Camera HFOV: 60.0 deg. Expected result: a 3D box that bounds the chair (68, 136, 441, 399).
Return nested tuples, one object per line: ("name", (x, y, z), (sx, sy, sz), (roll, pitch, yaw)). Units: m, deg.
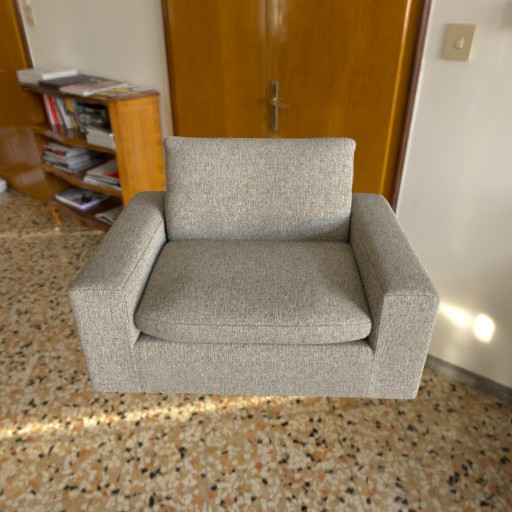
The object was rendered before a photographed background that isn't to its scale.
("chair", (0.000, 0.000, 2.080), (1.398, 0.915, 1.039), (1, 30, 2))
